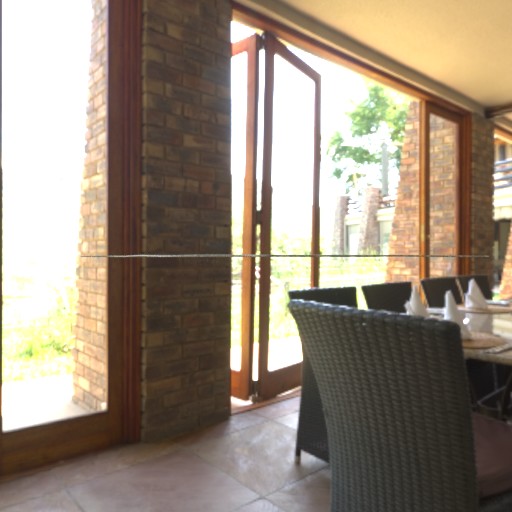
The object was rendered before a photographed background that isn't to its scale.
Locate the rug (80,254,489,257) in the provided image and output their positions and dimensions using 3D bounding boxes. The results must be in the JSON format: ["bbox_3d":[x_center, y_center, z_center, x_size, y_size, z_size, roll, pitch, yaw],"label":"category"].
[{"bbox_3d":[0.000,0.000,2.761,1.522,0.013,2.133,0,0,-37],"label":"rug"}]
